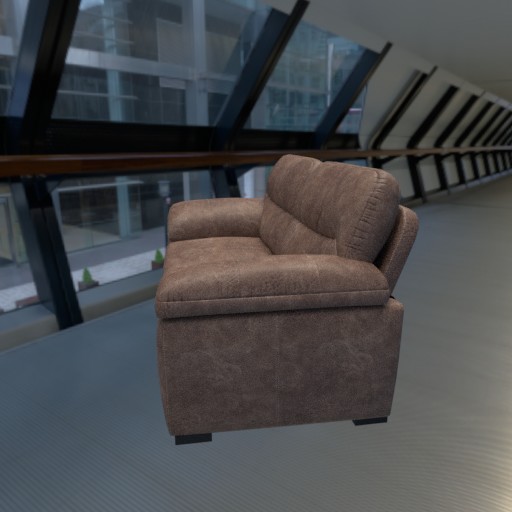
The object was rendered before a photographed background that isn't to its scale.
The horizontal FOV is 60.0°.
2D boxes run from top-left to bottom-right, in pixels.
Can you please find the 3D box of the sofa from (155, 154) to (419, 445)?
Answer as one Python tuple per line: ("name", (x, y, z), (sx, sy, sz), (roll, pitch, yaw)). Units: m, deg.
("sofa", (0.000, 0.000, 2.345), (0.991, 0.991, 1.753), (-2, 15, -9))
